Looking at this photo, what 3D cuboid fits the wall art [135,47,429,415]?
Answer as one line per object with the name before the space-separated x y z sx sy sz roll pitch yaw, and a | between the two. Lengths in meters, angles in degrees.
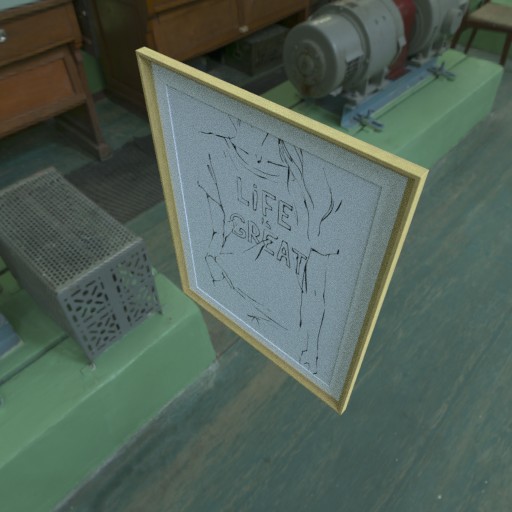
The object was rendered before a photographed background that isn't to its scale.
wall art | 0.000 0.000 1.330 0.798 1.002 0.030 33 55 27
